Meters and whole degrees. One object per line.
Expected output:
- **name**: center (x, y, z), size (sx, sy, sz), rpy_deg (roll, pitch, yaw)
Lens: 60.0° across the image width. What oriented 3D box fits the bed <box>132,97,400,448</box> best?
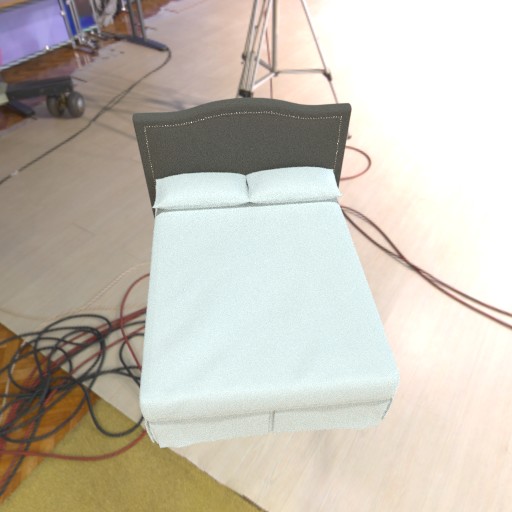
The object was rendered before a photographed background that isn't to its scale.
- **bed**: center (0.000, 0.000, 3.130), size (1.666, 1.387, 2.036), rpy_deg (-4, 46, -4)
